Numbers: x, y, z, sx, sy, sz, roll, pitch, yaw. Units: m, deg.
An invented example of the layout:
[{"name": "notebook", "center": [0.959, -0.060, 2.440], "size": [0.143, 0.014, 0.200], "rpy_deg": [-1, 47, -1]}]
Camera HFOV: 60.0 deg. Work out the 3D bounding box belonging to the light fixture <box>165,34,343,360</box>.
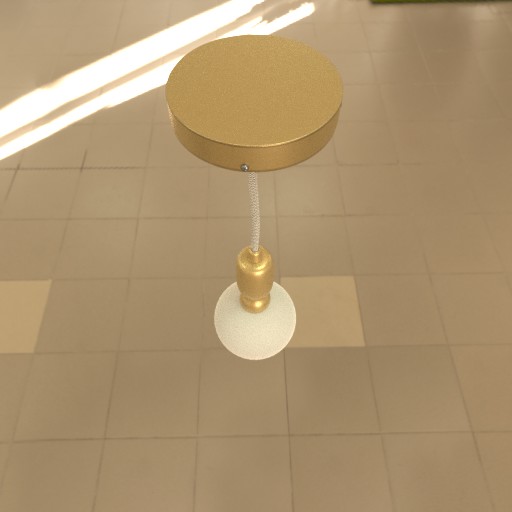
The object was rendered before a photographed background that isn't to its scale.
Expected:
[{"name": "light fixture", "center": [0.000, 0.000, 0.572], "size": [0.146, 0.510, 0.147], "rpy_deg": [-1, 57, -1]}]
